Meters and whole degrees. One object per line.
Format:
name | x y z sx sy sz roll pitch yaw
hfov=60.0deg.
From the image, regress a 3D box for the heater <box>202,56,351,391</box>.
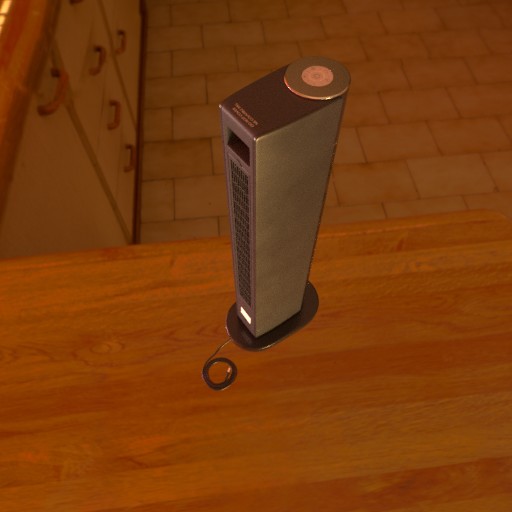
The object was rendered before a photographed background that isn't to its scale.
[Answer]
heater | 0.000 0.000 1.045 0.458 0.856 0.214 -33 64 -18
